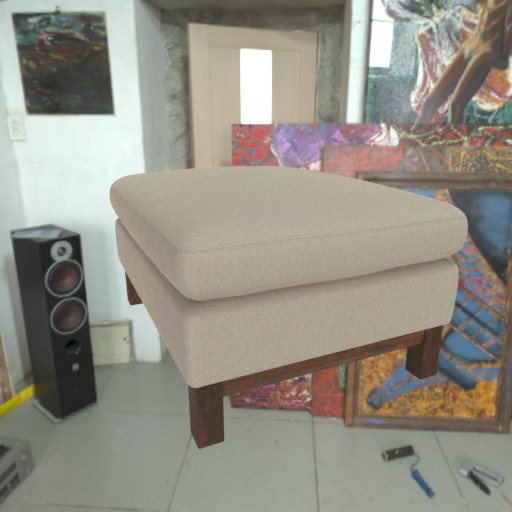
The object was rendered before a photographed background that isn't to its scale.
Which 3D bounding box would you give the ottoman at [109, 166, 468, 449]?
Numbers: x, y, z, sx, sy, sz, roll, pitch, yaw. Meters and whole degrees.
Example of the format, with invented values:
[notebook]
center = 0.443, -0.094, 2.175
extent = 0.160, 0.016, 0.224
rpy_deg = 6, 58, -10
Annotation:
[ottoman]
center = 0.000, 0.000, 1.112
extent = 0.606, 0.420, 0.771
rpy_deg = -8, 19, -24
